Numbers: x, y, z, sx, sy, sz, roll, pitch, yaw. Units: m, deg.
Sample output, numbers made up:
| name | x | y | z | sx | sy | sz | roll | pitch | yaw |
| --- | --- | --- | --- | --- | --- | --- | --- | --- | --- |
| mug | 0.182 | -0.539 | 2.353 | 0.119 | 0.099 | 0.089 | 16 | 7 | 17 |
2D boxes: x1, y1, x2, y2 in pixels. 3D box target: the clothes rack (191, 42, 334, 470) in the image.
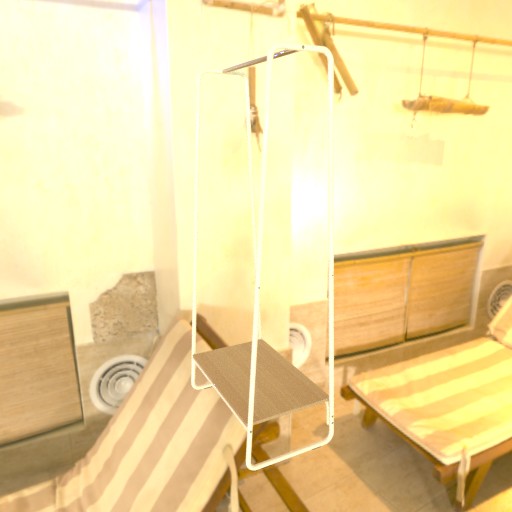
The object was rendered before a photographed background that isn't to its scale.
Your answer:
| name | x | y | z | sx | sy | sz | roll | pitch | yaw |
| --- | --- | --- | --- | --- | --- | --- | --- | --- | --- |
| clothes rack | 0.000 | 0.000 | 1.825 | 0.400 | 1.500 | 0.640 | -8 | 17 | -26 |
